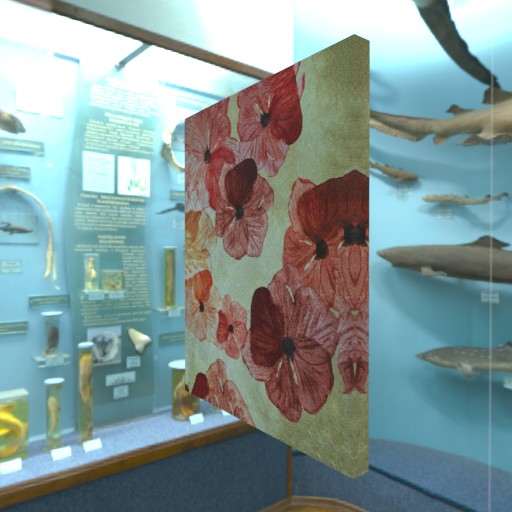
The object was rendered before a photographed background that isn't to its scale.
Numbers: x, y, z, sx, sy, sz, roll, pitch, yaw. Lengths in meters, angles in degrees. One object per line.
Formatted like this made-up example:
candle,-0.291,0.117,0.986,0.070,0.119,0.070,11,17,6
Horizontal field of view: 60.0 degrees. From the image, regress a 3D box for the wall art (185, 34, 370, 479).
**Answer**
wall art,0.000,0.000,0.675,0.028,0.508,0.406,-1,1,-37
